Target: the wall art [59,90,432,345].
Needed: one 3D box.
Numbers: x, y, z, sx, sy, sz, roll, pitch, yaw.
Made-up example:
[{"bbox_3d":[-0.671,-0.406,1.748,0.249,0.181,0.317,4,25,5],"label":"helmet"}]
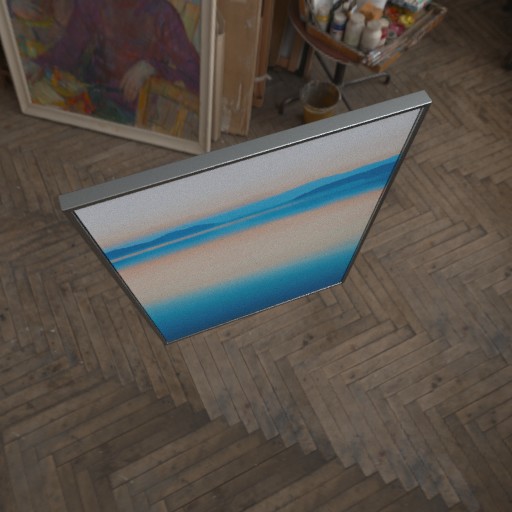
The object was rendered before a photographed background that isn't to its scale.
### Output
[{"bbox_3d":[0.000,0.000,1.388,0.801,1.062,0.037,-18,66,-8],"label":"wall art"}]
